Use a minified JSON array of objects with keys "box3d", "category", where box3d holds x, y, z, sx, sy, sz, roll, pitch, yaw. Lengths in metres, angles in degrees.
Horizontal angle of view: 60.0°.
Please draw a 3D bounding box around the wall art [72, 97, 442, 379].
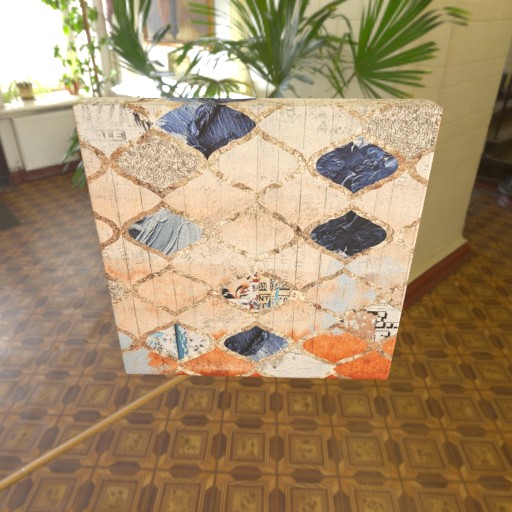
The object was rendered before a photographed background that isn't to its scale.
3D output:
[{"box3d":[0.000,0.000,0.452,0.303,0.304,0.036,1,30,2],"category":"wall art"}]
